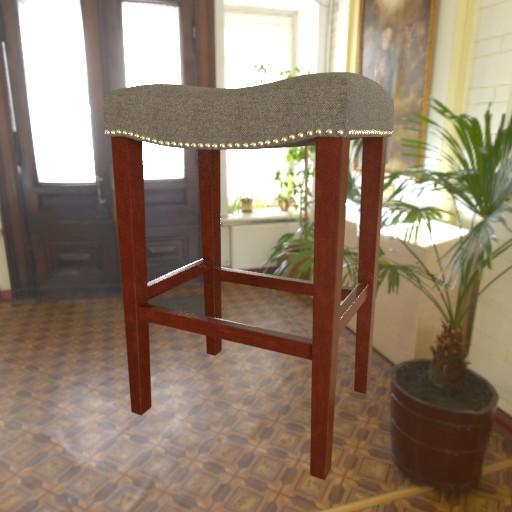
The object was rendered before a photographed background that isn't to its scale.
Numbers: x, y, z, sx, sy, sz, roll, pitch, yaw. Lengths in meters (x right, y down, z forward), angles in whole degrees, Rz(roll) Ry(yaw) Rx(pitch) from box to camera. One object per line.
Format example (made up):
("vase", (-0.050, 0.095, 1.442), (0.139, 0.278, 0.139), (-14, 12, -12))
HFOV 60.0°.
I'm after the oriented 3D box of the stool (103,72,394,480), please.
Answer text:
("stool", (0.000, 0.000, 1.006), (0.504, 0.742, 0.372), (8, 17, 26))
